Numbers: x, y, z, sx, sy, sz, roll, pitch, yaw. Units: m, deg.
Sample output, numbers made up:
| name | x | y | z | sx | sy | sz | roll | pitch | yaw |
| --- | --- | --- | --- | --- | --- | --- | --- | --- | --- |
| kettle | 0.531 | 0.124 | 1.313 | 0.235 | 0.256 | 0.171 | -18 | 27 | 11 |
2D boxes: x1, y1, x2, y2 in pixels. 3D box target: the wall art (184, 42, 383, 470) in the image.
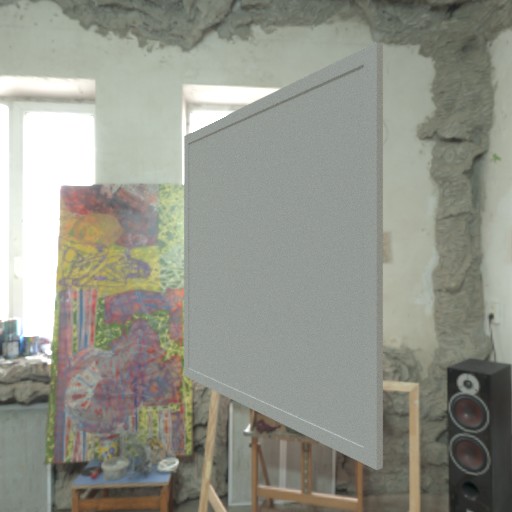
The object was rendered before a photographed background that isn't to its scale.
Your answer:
| name | x | y | z | sx | sy | sz | roll | pitch | yaw |
| --- | --- | --- | --- | --- | --- | --- | --- | --- | --- |
| wall art | 0.000 | 0.000 | 0.956 | 0.015 | 0.660 | 0.660 | 0 | 0 | -36 |
